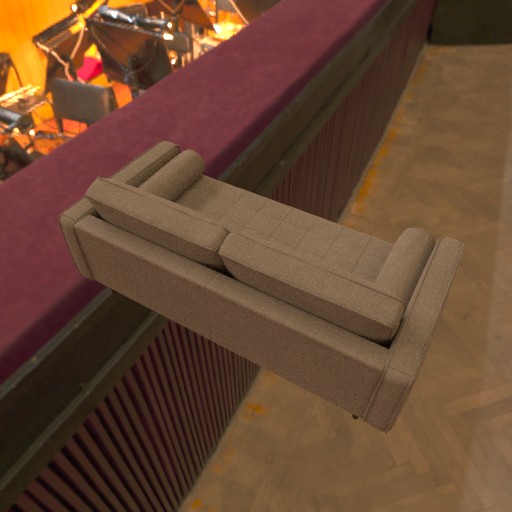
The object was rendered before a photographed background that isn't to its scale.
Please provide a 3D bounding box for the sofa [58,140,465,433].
[{"bbox_3d":[0.000,0.000,2.343,1.879,0.762,0.914,23,50,21],"label":"sofa"}]
